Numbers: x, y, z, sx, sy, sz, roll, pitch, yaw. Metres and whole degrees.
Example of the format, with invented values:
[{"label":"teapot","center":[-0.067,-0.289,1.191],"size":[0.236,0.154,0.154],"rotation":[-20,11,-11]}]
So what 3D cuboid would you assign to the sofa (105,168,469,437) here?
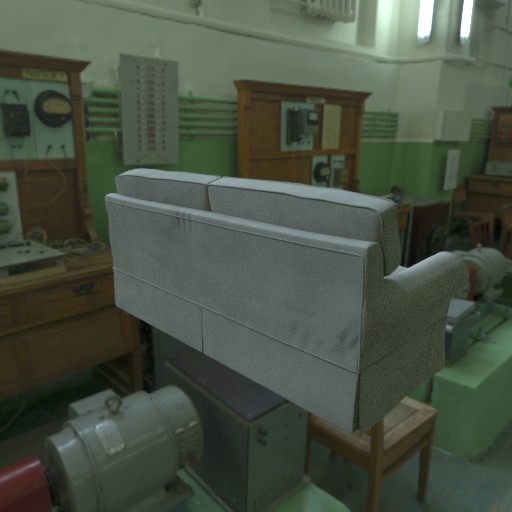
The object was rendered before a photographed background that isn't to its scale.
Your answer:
[{"label":"sofa","center":[0.000,0.000,2.744],"size":[0.900,1.014,2.246],"rotation":[-15,21,-43]}]
